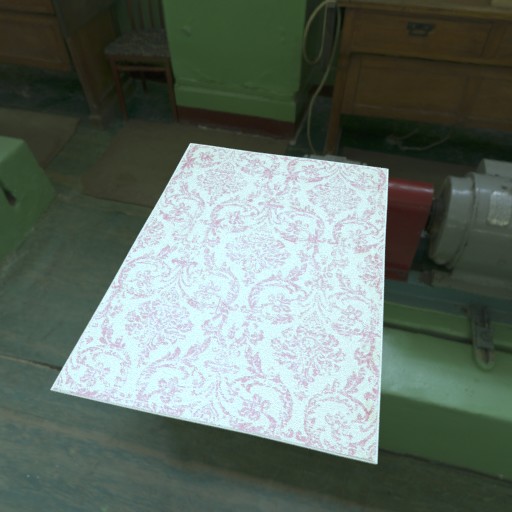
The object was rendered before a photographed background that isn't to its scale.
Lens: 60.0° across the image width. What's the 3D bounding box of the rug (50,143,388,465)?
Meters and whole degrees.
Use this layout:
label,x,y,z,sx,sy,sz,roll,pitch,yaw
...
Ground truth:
label,x,y,z,sx,sy,sz,roll,pitch,yaw
rug,0.000,0.000,2.799,1.598,0.014,2.202,9,48,8
